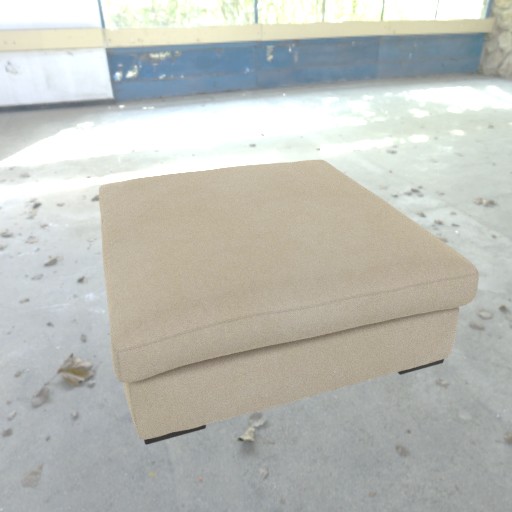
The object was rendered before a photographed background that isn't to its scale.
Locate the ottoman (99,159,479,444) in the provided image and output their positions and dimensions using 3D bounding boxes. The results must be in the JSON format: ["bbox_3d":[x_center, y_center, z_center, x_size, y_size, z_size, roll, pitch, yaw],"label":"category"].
[{"bbox_3d":[0.000,0.000,1.845,1.190,0.522,1.205,-10,32,-16],"label":"ottoman"}]
